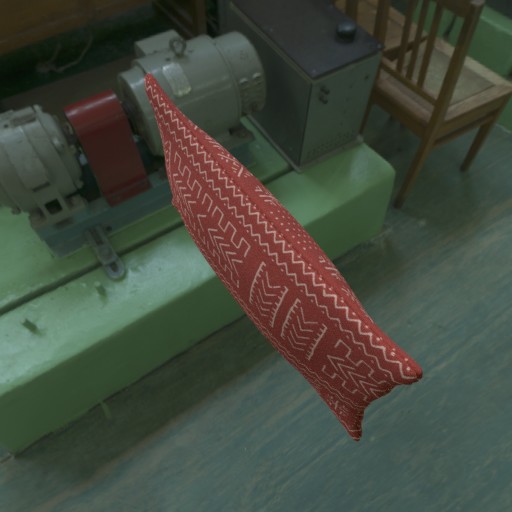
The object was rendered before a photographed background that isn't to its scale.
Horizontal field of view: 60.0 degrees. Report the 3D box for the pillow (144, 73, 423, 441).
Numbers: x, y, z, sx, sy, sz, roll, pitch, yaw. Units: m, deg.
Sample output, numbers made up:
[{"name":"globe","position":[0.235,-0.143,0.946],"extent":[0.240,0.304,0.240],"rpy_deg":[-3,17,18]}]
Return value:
[{"name":"pillow","position":[0.000,0.000,0.757],"extent":[0.130,0.352,0.640],"rpy_deg":[-31,63,-18]}]
